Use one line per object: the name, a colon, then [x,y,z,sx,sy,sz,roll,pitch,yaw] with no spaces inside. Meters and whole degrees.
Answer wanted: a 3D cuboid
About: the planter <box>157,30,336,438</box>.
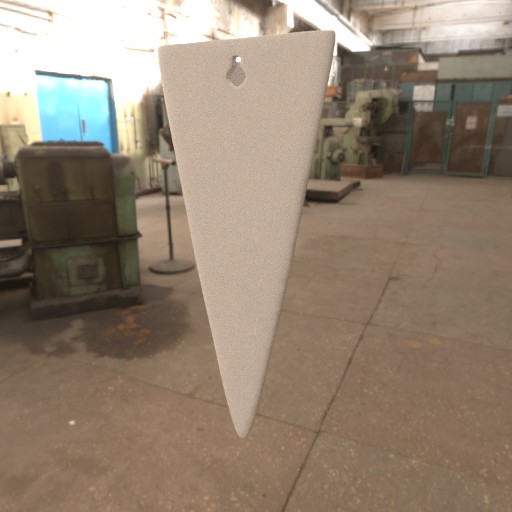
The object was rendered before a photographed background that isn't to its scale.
planter: [0.000,0.000,0.388,0.143,0.338,0.065,8,18,25]
